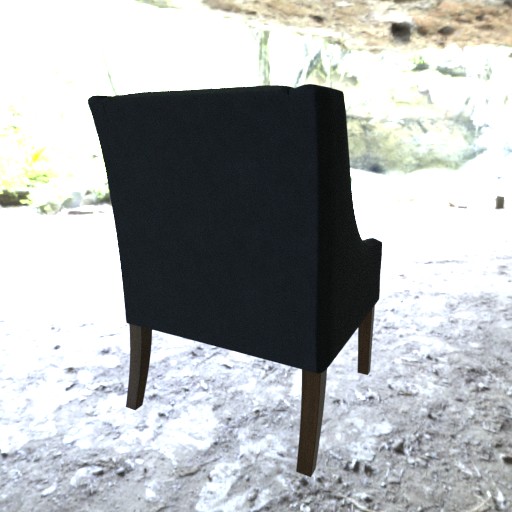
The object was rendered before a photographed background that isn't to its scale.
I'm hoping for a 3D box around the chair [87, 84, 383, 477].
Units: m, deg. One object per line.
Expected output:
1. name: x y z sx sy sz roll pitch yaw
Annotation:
1. chair: 0.000 0.000 1.316 0.629 0.895 0.629 8 18 27
